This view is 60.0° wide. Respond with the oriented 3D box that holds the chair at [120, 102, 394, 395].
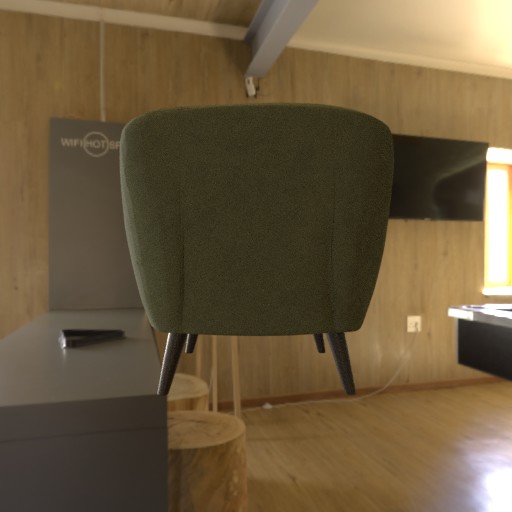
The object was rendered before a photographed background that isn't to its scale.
[{"bbox_3d":[0.000,0.000,1.523,0.840,0.804,0.819,0,0,0],"label":"chair"}]
